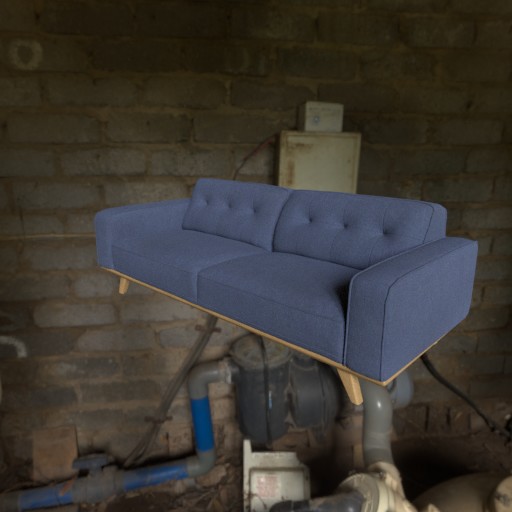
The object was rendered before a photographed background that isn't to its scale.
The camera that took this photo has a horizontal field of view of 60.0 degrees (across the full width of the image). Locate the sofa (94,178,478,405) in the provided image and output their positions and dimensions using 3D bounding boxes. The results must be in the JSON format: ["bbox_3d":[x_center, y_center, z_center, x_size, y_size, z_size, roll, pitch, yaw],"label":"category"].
[{"bbox_3d":[0.000,0.000,2.699,2.270,0.782,0.953,15,21,42],"label":"sofa"}]
